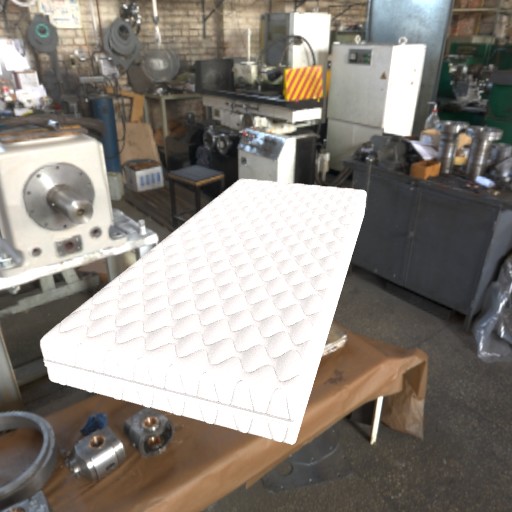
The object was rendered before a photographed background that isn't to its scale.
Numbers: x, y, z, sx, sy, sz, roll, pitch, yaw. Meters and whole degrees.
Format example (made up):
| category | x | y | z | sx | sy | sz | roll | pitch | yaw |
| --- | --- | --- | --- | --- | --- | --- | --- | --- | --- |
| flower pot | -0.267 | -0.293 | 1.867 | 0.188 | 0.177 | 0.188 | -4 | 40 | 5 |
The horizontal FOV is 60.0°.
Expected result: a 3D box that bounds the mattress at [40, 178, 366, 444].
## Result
| category | x | y | z | sx | sy | sz | roll | pitch | yaw |
| --- | --- | --- | --- | --- | --- | --- | --- | --- | --- |
| mattress | 0.000 | 0.000 | 2.250 | 0.900 | 0.200 | 2.000 | 8 | 27 | 16 |
